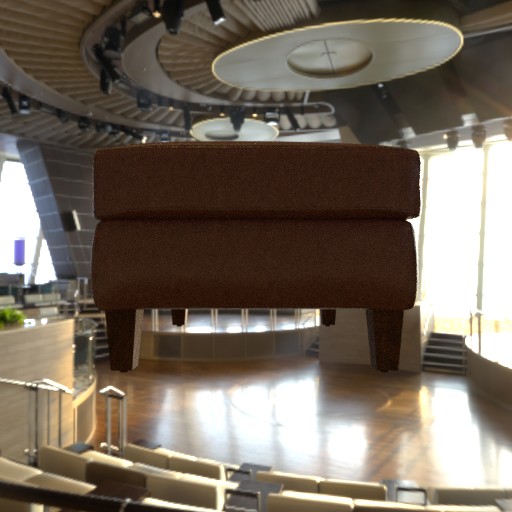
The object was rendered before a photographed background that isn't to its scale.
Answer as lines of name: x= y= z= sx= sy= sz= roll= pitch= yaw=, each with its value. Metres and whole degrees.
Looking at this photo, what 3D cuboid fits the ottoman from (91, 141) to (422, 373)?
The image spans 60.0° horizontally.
ottoman: x=0.000 y=0.000 z=1.241 sx=0.650 sy=0.485 sz=0.851 roll=0 pitch=-1 yaw=0
